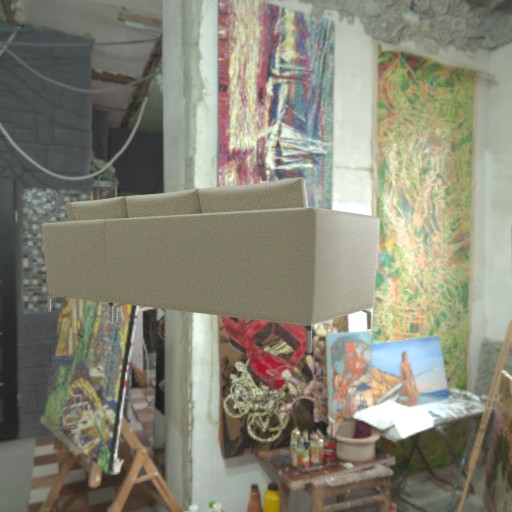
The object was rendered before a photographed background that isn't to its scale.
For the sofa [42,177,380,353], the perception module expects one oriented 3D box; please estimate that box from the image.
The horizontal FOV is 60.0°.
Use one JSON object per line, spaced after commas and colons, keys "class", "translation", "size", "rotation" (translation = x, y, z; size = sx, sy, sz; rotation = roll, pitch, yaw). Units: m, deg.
{"class": "sofa", "translation": [0.000, 0.000, 3.751], "size": [2.430, 0.867, 2.448], "rotation": [1, 1, 36]}
